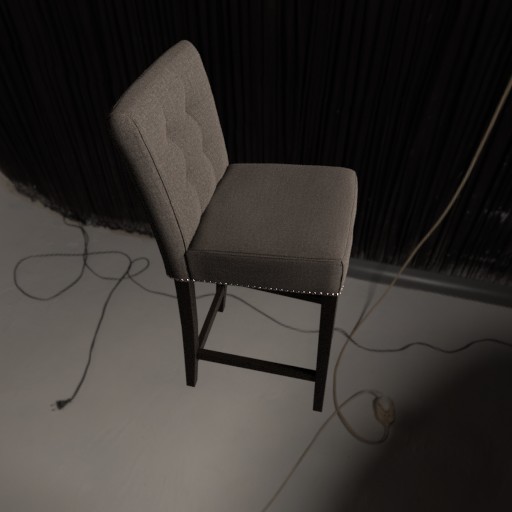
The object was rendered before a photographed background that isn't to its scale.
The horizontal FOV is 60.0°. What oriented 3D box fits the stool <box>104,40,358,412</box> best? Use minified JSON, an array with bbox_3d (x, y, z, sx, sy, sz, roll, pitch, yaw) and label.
[{"bbox_3d":[0.000,0.000,1.305,0.548,1.047,0.411,10,46,9],"label":"stool"}]
